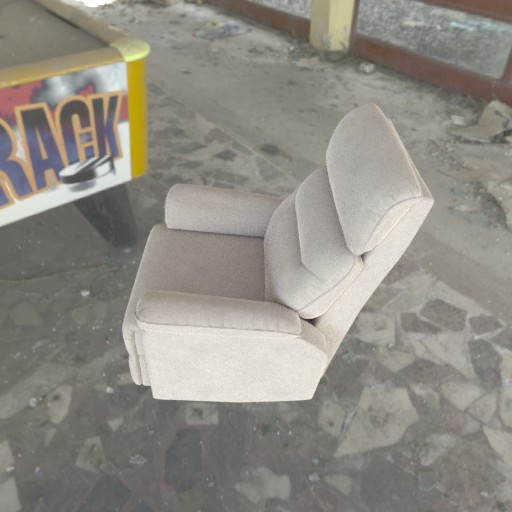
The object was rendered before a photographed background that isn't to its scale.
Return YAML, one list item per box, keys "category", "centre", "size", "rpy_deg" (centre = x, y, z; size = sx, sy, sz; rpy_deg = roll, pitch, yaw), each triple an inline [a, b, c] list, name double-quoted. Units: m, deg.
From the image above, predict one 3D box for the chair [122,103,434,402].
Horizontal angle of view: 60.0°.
- category: "chair"
  centre: [0.000, 0.000, 1.733]
  size: [1.001, 1.039, 0.820]
  rpy_deg: [0, 41, 0]
